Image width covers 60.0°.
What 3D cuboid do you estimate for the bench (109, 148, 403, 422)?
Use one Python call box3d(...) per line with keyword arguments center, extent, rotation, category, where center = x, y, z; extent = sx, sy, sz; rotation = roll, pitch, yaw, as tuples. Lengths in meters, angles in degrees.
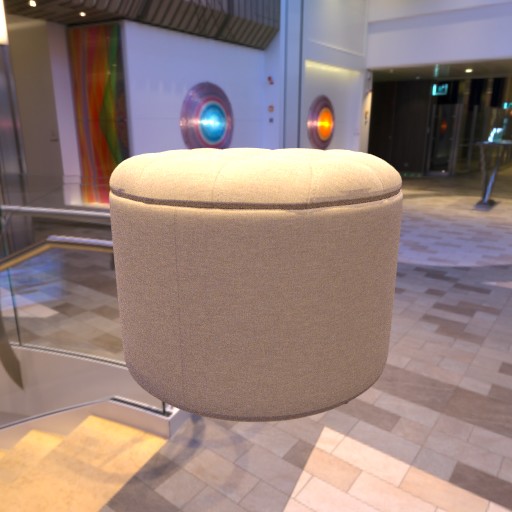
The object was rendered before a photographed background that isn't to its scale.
box3d(center=(0.000, 0.000, 0.987), extent=(0.600, 0.454, 0.600), rotation=(0, 16, 0), category="bench")
